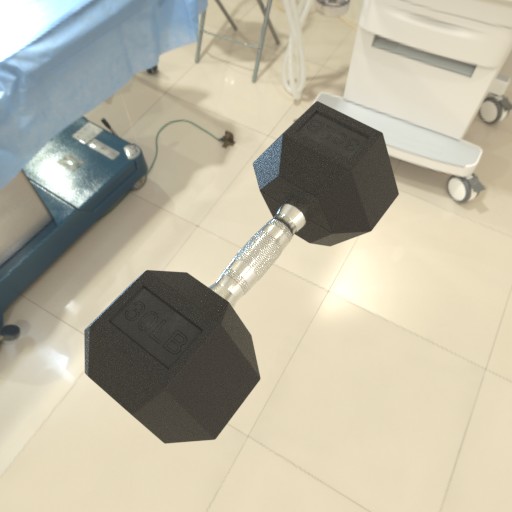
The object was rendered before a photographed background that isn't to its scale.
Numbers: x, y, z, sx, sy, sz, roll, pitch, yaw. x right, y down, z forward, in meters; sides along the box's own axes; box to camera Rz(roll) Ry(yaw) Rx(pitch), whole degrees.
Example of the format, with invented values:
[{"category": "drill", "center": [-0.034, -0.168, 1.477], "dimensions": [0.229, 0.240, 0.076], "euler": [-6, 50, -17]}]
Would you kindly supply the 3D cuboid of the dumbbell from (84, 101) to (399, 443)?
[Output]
[{"category": "dumbbell", "center": [0.000, 0.000, 0.407], "dimensions": [0.142, 0.123, 0.337], "euler": [33, 65, 18]}]
